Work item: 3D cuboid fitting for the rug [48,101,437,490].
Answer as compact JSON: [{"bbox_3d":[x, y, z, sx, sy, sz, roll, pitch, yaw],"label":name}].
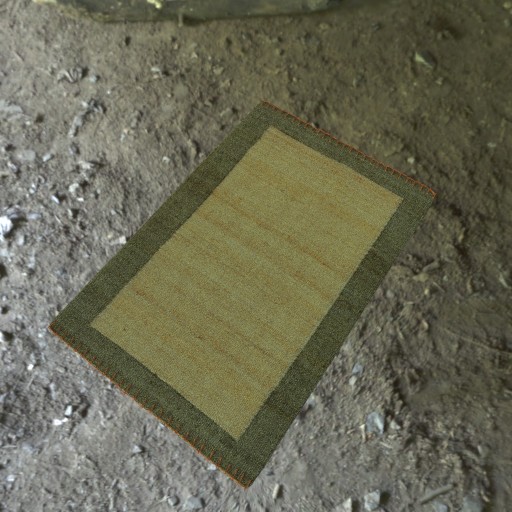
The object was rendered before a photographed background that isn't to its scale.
[{"bbox_3d":[0.000,0.000,2.318,1.220,0.019,1.838,33,69,15],"label":"rug"}]
